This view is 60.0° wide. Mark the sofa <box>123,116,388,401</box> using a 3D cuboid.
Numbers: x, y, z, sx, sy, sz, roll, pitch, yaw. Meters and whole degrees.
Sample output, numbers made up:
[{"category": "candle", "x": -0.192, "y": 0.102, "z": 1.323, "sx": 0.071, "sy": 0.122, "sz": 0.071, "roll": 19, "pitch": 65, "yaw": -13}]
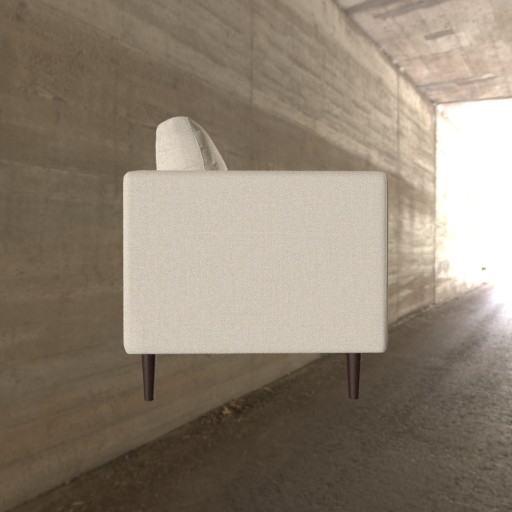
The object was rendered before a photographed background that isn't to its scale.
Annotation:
[{"category": "sofa", "x": 0.000, "y": 0.000, "z": 1.974, "sx": 0.796, "sy": 0.908, "sz": 1.430, "roll": 0, "pitch": 1, "yaw": -1}]
